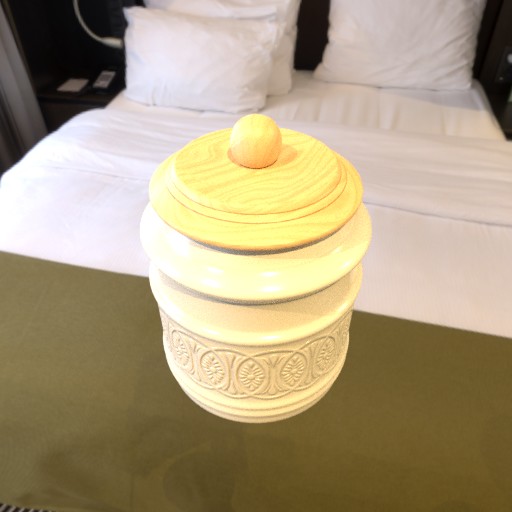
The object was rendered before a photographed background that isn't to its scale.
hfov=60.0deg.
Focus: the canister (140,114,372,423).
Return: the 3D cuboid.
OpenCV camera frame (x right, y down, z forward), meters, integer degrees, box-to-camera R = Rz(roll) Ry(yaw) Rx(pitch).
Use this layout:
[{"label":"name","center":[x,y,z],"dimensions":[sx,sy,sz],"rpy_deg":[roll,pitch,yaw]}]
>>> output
[{"label":"canister","center":[0.000,0.000,0.271],"dimensions":[0.130,0.176,0.130],"rpy_deg":[0,40,0]}]
